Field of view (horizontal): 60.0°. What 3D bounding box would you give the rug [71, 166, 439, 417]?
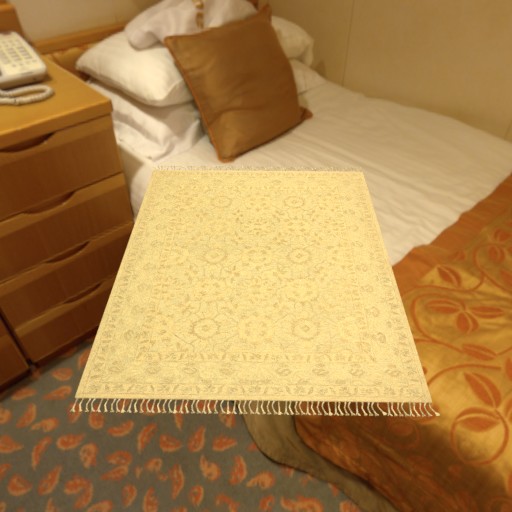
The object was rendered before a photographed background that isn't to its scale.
[{"bbox_3d":[0.000,0.000,3.997,2.444,0.013,3.043,1,43,1],"label":"rug"}]
